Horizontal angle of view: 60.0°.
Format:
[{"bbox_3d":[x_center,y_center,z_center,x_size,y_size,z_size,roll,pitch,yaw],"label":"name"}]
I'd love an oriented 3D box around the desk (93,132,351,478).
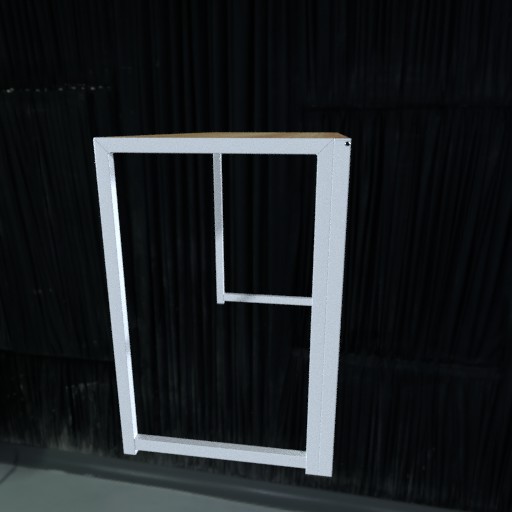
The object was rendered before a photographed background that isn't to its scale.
[{"bbox_3d":[0.000,0.000,1.437,0.508,0.762,1.016,2,16,8],"label":"desk"}]
